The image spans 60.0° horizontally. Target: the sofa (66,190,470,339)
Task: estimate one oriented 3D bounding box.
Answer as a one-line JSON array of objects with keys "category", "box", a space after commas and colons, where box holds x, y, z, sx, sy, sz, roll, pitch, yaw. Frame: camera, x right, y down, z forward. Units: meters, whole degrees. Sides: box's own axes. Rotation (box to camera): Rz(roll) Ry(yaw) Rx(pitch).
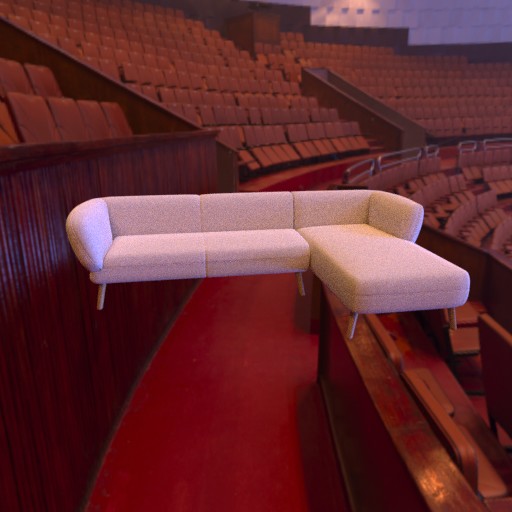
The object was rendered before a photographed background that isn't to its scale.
[{"category": "sofa", "box": [0.000, 0.000, 3.308, 2.660, 0.730, 1.610, -3, 17, -9]}]
